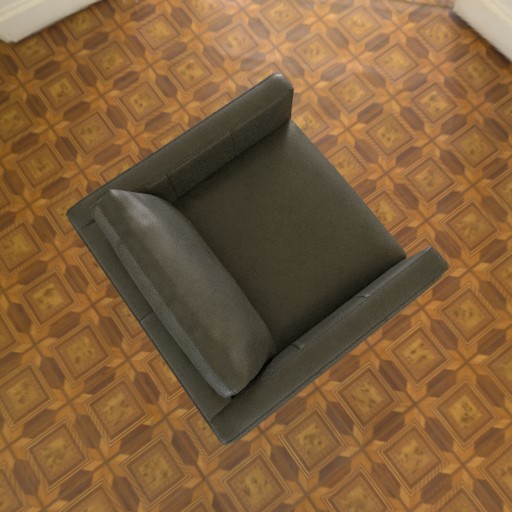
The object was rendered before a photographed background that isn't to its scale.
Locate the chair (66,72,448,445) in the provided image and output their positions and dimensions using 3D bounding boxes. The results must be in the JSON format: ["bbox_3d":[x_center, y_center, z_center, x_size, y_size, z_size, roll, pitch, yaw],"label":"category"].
[{"bbox_3d":[0.000,0.000,1.532,0.861,0.824,0.967,-36,79,-8],"label":"chair"}]
